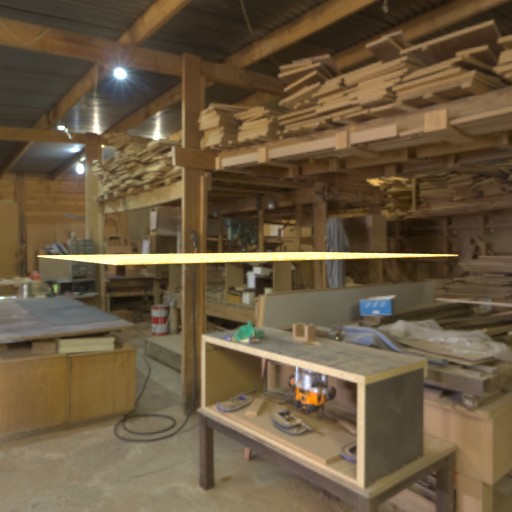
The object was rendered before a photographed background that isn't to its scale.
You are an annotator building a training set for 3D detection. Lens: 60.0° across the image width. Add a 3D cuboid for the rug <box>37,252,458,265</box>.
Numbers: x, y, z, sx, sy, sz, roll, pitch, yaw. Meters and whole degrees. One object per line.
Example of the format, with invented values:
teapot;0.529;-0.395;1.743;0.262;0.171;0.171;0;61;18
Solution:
rug;0.000;0.000;2.988;2.424;0.010;1.511;-1;2;-37
